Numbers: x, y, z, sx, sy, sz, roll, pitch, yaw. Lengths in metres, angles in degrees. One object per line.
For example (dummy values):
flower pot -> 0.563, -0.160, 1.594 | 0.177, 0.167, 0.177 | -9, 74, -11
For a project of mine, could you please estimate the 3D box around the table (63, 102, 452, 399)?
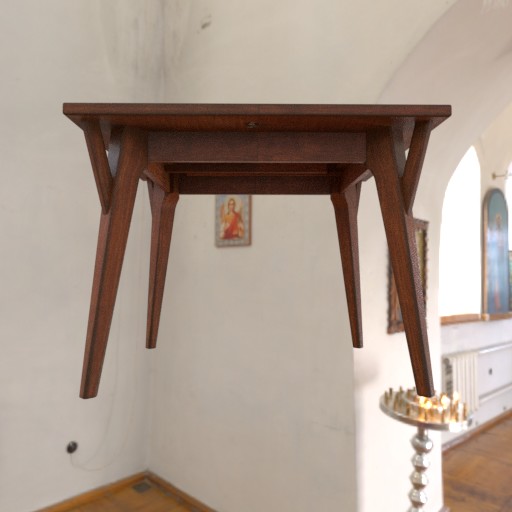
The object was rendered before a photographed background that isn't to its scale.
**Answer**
table -> 0.000, 0.000, 1.535 | 0.991, 0.761, 0.838 | 0, -2, -1
